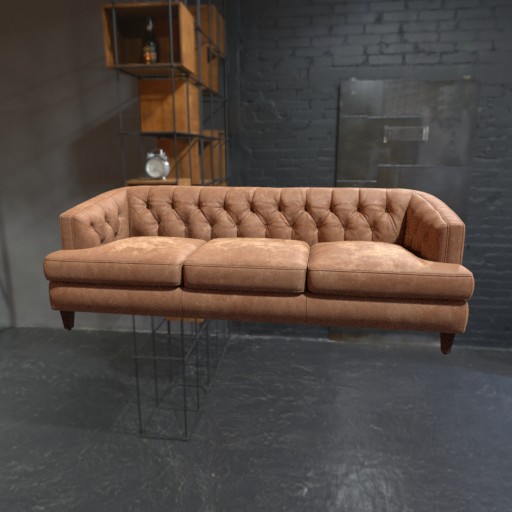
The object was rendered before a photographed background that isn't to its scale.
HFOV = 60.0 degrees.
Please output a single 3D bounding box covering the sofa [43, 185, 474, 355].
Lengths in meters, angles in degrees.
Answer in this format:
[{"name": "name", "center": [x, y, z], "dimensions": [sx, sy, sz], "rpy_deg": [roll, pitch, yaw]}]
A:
[{"name": "sofa", "center": [0.000, 0.000, 2.699], "dimensions": [2.257, 0.791, 0.922], "rpy_deg": [2, 13, 9]}]
